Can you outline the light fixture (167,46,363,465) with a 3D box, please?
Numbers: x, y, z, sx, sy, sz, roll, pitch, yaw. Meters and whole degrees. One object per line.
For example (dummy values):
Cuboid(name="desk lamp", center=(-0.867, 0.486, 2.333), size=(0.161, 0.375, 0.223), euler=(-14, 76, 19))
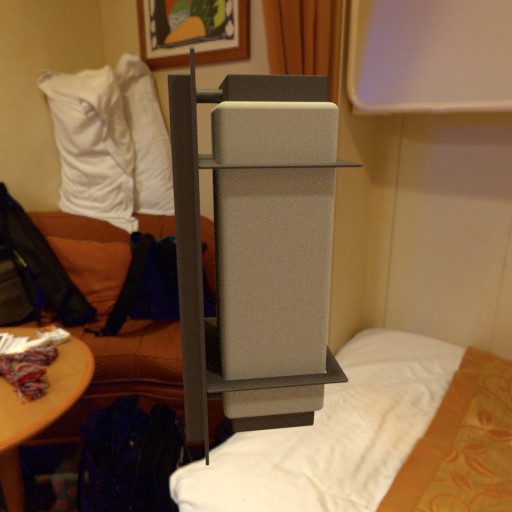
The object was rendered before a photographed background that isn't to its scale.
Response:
Cuboid(name="light fixture", center=(0.000, 0.000, 0.430), size=(0.146, 0.347, 0.153), euler=(-2, 16, -8))
